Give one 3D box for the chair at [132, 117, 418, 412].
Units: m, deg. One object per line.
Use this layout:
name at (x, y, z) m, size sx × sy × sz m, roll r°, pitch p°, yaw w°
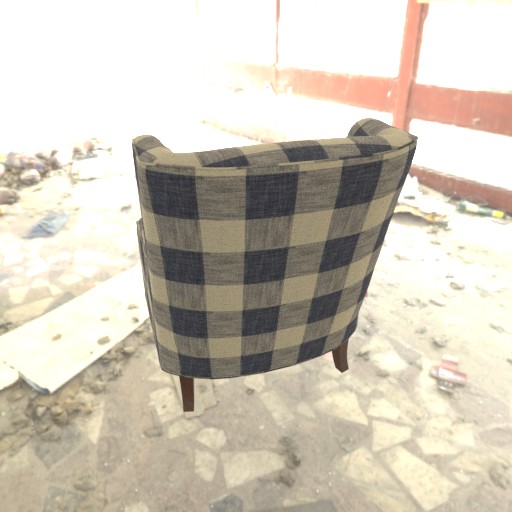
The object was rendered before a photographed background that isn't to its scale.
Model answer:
chair at (0.000, 0.000, 1.702) m, size 0.830 × 1.041 × 0.889 m, roll -9°, pitch 30°, yaw -17°
